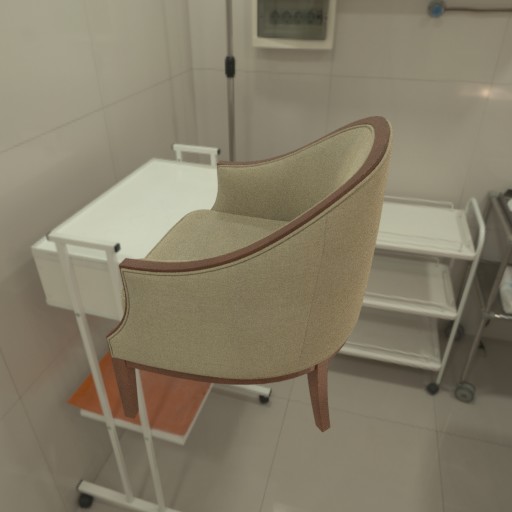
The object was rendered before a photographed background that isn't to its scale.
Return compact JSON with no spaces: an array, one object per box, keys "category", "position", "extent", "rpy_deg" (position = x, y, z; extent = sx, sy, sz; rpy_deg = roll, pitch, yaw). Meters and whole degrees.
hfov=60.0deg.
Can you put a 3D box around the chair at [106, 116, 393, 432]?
[{"category":"chair","position":[0.000,0.000,1.444],"extent":[0.735,0.876,0.803],"rpy_deg":[8,33,13]}]
